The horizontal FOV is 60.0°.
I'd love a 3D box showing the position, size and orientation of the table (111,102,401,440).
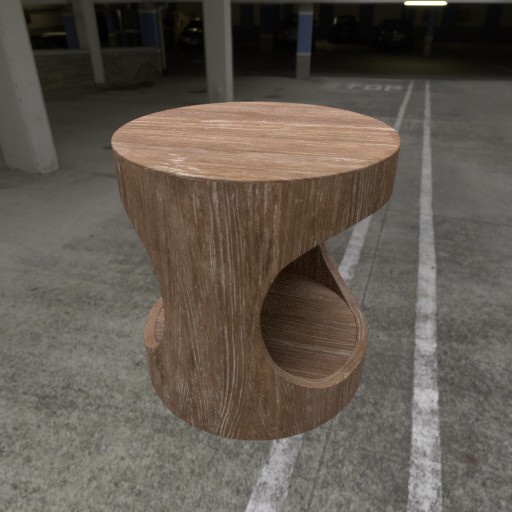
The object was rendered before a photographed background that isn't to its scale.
[{"bbox_3d":[0.000,0.000,0.976,0.527,0.551,0.527,0,30,0],"label":"table"}]
